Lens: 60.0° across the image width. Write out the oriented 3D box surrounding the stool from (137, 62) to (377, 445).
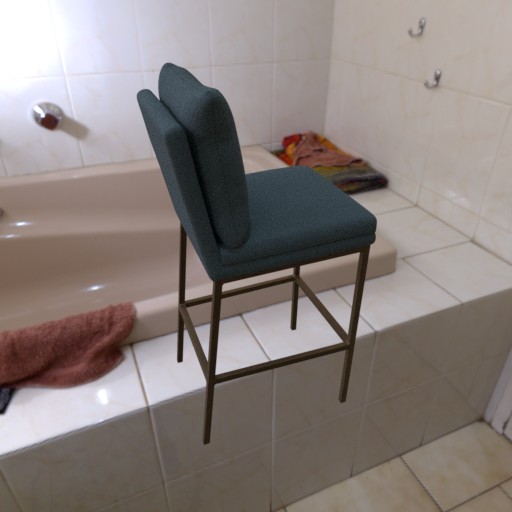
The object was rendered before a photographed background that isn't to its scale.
[{"bbox_3d":[0.000,0.000,1.427,0.568,1.124,0.463,-11,34,-18],"label":"stool"}]
